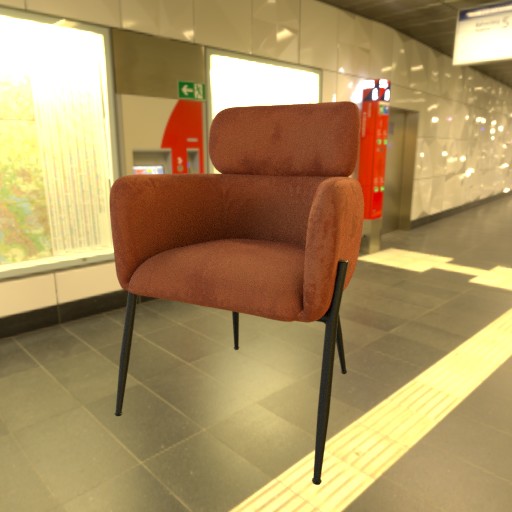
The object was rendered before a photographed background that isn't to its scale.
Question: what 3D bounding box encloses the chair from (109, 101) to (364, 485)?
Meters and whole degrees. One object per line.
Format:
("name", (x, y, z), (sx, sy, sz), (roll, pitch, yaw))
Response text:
("chair", (0.000, 0.000, 1.123), (0.561, 0.772, 0.523), (7, 15, 26))
